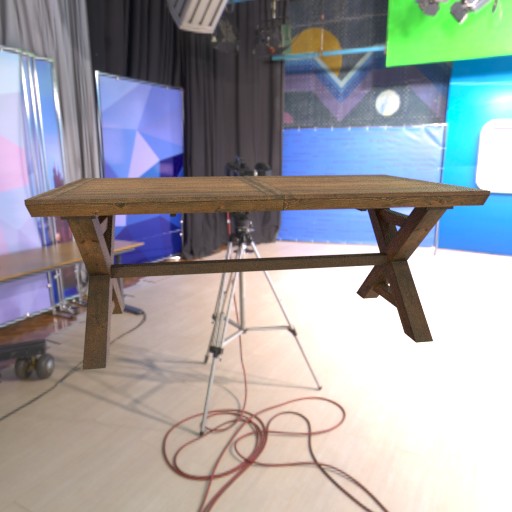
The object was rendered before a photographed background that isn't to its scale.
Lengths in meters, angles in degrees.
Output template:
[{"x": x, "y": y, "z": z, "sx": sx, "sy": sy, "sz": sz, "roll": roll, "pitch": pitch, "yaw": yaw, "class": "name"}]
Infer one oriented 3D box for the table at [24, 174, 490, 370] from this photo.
[{"x": 0.000, "y": 0.000, "z": 2.448, "sx": 1.966, "sy": 0.793, "sz": 1.071, "roll": -2, "pitch": 15, "yaw": -10, "class": "table"}]
